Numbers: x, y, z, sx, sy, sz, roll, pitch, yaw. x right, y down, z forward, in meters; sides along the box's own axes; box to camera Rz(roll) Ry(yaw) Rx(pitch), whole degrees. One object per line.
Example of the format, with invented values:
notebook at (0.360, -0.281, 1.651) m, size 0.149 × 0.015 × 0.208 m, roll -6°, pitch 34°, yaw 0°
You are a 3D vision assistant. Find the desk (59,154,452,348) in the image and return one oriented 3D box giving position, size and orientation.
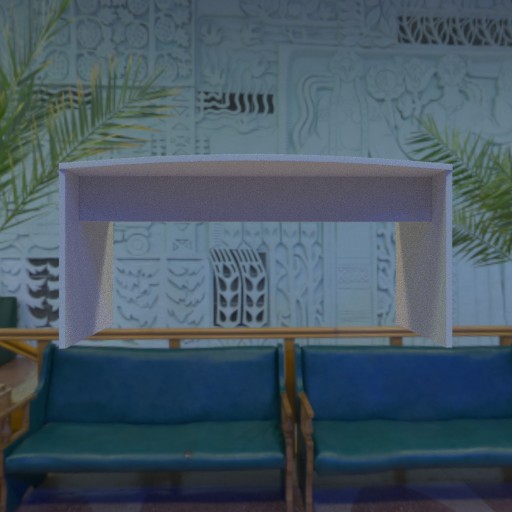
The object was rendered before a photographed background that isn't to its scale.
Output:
desk at (0.000, 0.000, 2.035) m, size 1.600 × 0.750 × 0.802 m, roll 0°, pitch 0°, yaw -1°
